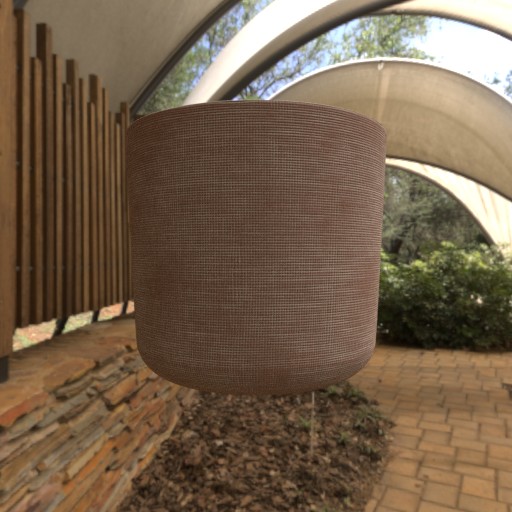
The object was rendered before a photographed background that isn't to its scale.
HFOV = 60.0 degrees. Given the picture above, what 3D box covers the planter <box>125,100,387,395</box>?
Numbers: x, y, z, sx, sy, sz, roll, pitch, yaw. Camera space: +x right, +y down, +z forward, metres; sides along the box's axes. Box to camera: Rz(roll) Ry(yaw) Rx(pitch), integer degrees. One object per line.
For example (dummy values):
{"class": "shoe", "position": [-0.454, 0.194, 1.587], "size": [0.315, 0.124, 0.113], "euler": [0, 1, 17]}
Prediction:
{"class": "planter", "position": [0.000, 0.000, 0.779], "size": [0.440, 0.398, 0.440], "euler": [0, 0, 0]}
